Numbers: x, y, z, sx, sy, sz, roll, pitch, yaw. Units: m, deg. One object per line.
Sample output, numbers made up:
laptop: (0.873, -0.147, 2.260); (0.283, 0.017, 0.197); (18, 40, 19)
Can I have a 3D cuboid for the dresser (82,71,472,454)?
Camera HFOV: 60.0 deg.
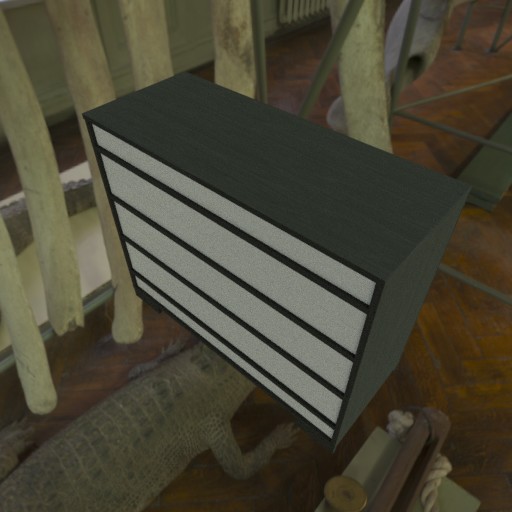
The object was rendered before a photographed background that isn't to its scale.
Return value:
dresser: (0.000, 0.000, 1.447); (0.994, 0.816, 0.404); (32, 53, 28)
